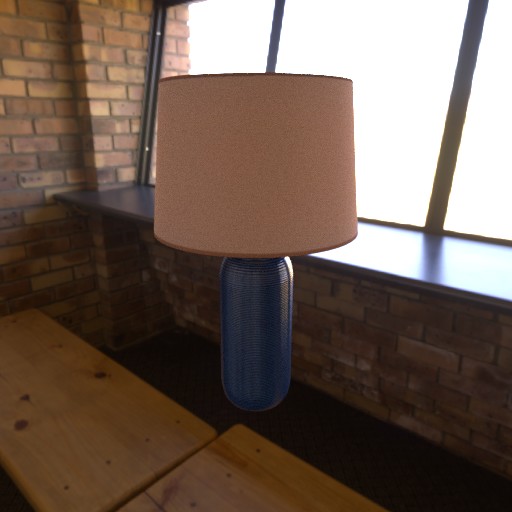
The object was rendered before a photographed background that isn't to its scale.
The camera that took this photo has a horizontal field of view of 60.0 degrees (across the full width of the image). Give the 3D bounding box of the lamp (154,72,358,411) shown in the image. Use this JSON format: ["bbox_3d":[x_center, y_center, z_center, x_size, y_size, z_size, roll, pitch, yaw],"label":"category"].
[{"bbox_3d":[0.000,0.000,0.831,0.367,0.609,0.367,0,17,0],"label":"lamp"}]
